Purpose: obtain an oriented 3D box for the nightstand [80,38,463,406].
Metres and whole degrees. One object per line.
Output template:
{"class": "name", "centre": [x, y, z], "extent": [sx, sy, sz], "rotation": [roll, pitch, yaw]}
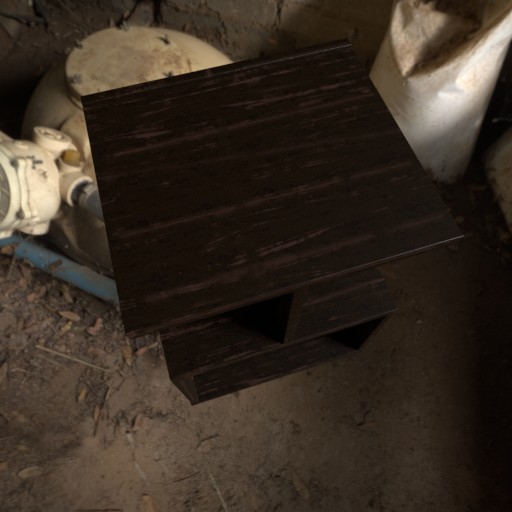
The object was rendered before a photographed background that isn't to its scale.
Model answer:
{"class": "nightstand", "centre": [0.000, 0.000, 0.817], "extent": [0.400, 0.559, 0.356], "rotation": [-16, 65, -8]}
